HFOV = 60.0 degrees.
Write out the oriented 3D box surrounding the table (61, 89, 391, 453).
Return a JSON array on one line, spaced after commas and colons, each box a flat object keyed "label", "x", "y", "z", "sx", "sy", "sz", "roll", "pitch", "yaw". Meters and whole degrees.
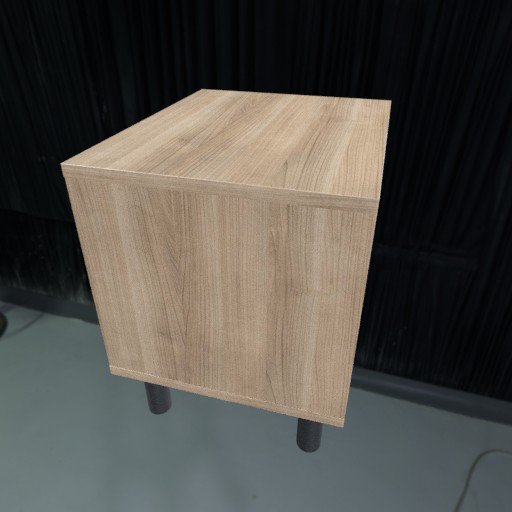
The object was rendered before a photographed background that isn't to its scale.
[{"label": "table", "x": 0.000, "y": 0.000, "z": 0.783, "sx": 0.380, "sy": 0.460, "sz": 0.445, "roll": 9, "pitch": 33, "yaw": 14}]
